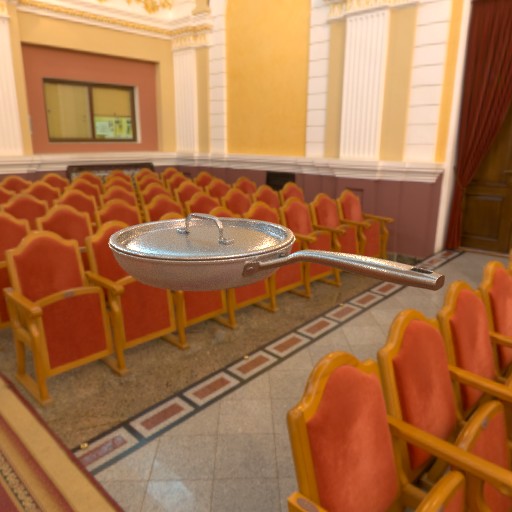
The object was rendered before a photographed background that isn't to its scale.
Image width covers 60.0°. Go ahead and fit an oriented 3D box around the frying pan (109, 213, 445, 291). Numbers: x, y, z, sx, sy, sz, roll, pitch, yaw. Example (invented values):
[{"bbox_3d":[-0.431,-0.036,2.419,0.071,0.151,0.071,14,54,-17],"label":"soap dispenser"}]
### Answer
[{"bbox_3d":[0.000,0.000,0.594,0.490,0.086,0.272,14,21,42],"label":"frying pan"}]
